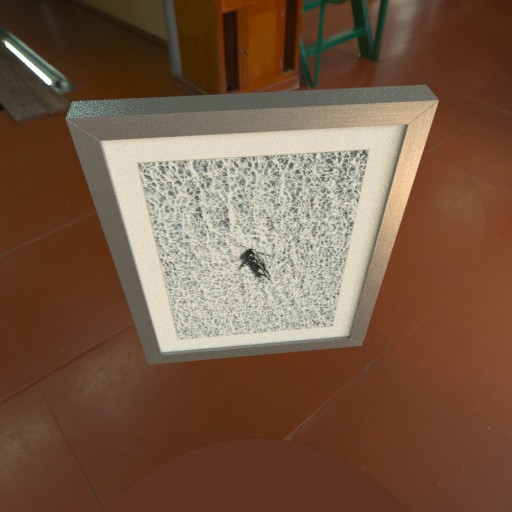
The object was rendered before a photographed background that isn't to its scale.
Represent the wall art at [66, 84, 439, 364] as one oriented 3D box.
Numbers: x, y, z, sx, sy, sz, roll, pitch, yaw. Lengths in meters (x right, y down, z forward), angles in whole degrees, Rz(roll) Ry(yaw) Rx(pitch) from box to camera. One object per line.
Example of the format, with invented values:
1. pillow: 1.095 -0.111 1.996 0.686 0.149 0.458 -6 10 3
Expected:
1. wall art: 0.000 0.000 0.511 0.308 0.379 0.030 -4 46 -4
